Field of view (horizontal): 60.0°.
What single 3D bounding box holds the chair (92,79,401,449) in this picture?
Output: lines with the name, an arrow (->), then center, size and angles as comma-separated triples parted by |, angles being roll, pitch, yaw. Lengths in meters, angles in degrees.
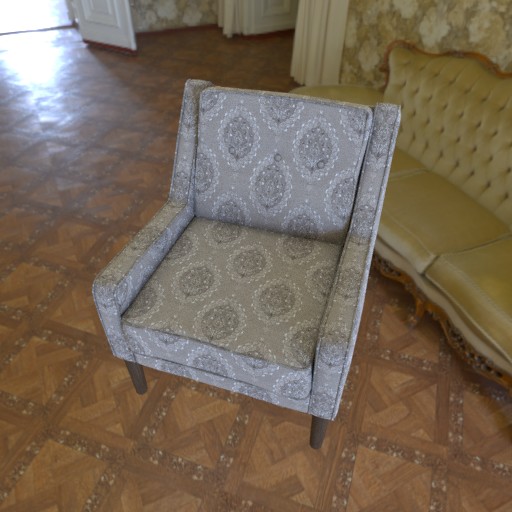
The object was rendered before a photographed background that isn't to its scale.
chair -> 0.000, 0.000, 1.325 | 0.665, 0.797, 0.750 | 12, 43, 13
